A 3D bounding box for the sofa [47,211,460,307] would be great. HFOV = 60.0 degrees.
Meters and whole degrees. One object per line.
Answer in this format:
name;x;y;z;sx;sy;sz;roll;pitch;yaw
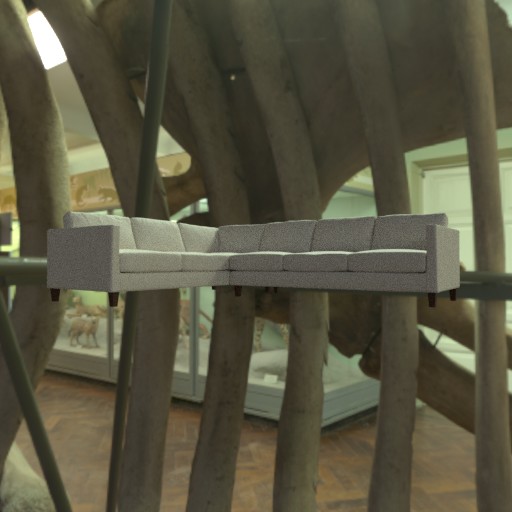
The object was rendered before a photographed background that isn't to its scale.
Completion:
sofa;0.000;0.000;4.260;3.182;0.863;2.432;-1;-1;36
